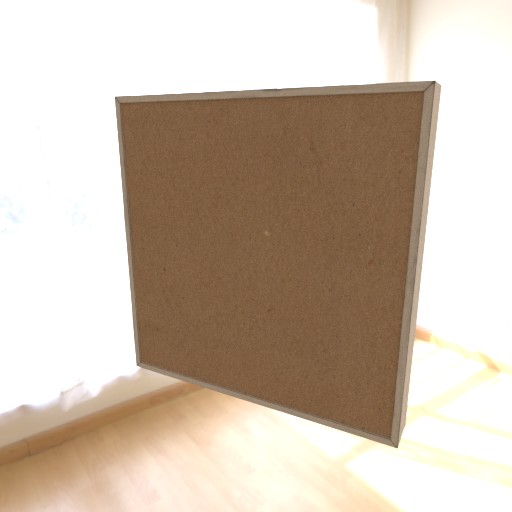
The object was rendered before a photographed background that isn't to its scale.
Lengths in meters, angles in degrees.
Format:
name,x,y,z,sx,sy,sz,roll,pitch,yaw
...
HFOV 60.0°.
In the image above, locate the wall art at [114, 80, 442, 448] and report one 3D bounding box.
name,x,y,z,sx,sy,sz,roll,pitch,yaw
wall art,0.000,0.000,0.437,0.305,0.305,0.038,8,18,27
